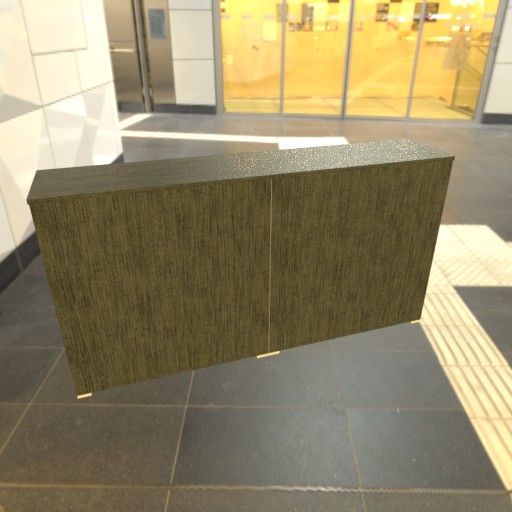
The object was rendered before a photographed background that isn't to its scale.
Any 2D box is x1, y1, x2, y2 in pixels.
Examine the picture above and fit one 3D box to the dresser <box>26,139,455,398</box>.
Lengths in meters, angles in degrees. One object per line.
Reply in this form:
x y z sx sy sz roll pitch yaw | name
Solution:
0.000 0.000 1.840 1.535 0.790 0.333 -9 29 -17 | dresser
